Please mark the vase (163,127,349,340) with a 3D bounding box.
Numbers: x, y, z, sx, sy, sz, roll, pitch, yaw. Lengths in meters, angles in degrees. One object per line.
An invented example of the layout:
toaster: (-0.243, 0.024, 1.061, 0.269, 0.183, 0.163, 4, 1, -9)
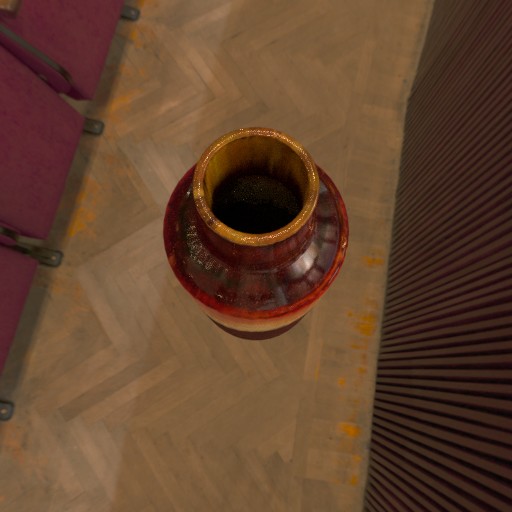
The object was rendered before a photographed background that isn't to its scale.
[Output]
vase: (0.000, 0.000, 0.325, 0.111, 0.261, 0.111, 0, 75, 0)
